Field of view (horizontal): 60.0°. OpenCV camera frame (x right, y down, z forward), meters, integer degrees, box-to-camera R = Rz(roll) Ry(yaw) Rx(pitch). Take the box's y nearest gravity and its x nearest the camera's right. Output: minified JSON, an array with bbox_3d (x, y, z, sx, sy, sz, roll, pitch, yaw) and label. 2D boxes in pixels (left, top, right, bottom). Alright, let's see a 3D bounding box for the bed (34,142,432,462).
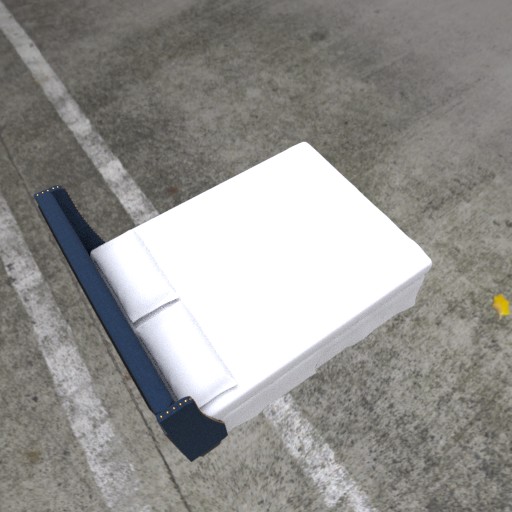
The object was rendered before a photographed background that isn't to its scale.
[{"bbox_3d":[0.000,0.000,3.154,2.223,1.402,1.604,-30,63,-18],"label":"bed"}]
